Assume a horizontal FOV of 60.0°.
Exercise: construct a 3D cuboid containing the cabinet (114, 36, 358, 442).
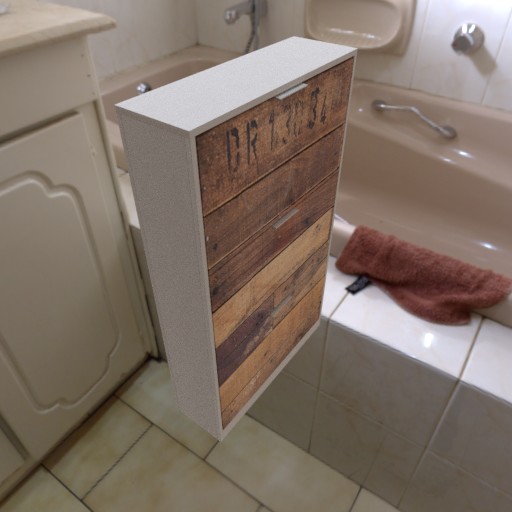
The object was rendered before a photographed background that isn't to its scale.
[{"bbox_3d":[0.000,0.000,1.599,0.250,1.280,0.750,26,46,27],"label":"cabinet"}]
